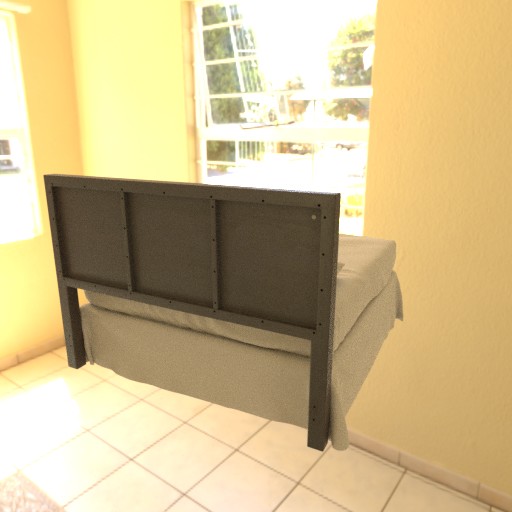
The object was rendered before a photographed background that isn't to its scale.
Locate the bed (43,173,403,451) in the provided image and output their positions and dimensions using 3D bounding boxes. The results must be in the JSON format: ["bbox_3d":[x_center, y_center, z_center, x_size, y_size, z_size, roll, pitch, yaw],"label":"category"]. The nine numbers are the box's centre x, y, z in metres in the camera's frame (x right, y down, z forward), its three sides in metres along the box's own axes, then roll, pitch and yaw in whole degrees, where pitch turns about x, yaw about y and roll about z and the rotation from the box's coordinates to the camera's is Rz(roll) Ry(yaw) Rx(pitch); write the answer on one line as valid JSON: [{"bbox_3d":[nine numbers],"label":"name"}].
[{"bbox_3d":[0.000,0.000,2.915,1.772,1.142,1.785,8,18,26],"label":"bed"}]
